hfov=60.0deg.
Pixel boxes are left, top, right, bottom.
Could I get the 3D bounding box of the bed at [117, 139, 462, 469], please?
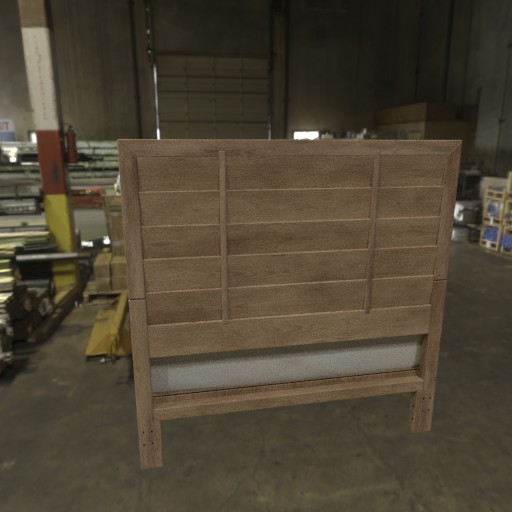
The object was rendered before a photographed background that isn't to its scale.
[{"bbox_3d":[0.000,0.000,3.253,1.626,1.626,2.197,-3,14,-11],"label":"bed"}]
